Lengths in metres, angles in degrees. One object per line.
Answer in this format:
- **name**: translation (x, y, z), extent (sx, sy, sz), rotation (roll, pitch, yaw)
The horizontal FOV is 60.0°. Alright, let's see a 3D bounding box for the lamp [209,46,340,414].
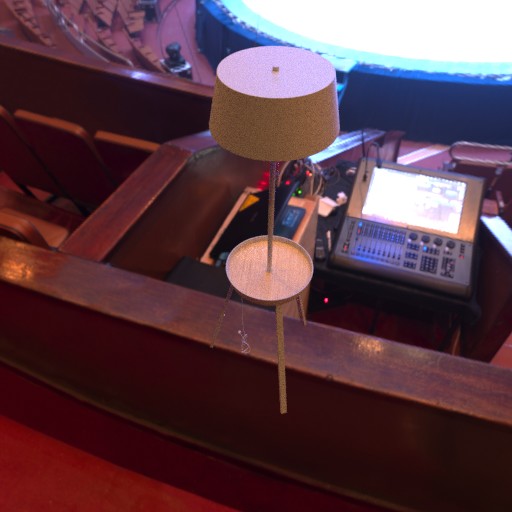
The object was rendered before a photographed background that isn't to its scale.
- **lamp**: translation (0.000, 0.000, 1.649), extent (0.468, 1.429, 0.508), rotation (11, 48, 10)
